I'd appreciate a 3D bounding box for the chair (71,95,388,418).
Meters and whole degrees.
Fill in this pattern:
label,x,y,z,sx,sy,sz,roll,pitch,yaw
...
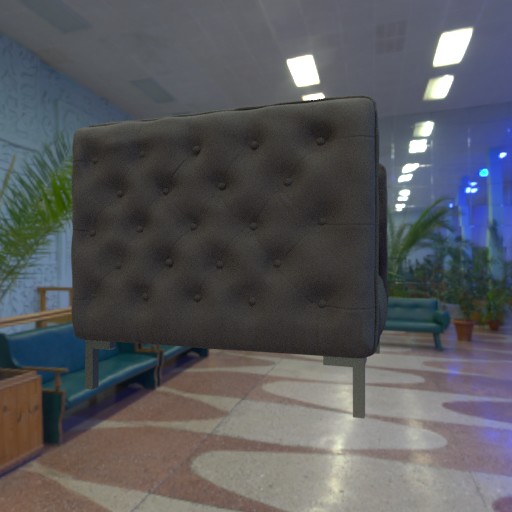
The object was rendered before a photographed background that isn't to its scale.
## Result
label,x,y,z,sx,sy,sz,roll,pitch,yaw
chair,0.000,0.000,1.613,0.913,0.807,0.946,0,0,18
